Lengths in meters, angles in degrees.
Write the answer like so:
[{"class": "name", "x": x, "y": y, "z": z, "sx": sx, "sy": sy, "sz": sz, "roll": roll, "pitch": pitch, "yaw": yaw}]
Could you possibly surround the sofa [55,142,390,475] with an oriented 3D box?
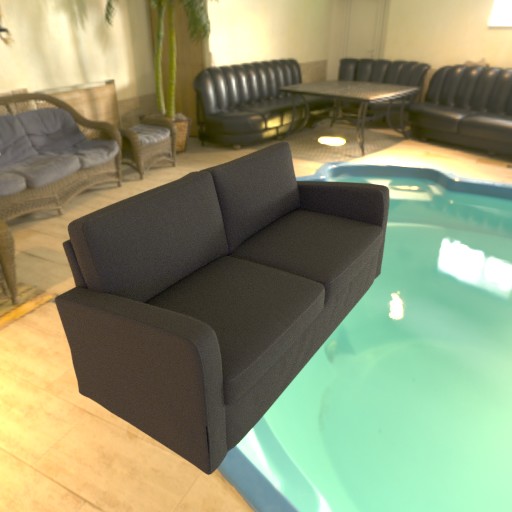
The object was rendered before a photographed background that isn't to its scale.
[{"class": "sofa", "x": 0.000, "y": 0.000, "z": 2.355, "sx": 0.898, "sy": 0.839, "sz": 1.852, "roll": 17, "pitch": 32, "yaw": 29}]
